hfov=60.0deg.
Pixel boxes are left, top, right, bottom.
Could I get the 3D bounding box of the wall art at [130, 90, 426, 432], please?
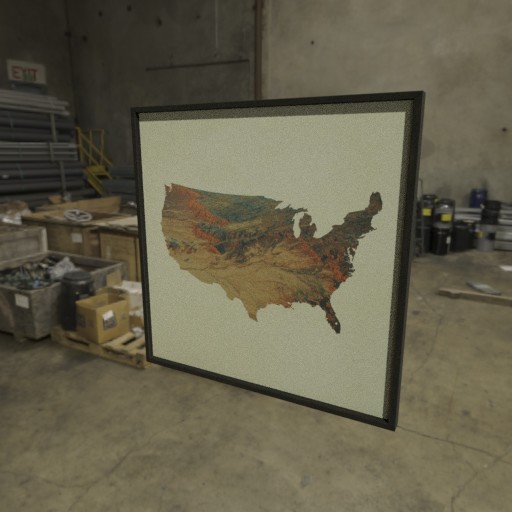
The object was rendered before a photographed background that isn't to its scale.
[{"bbox_3d":[0.000,0.000,1.148,0.762,0.762,0.038,7,15,27],"label":"wall art"}]
